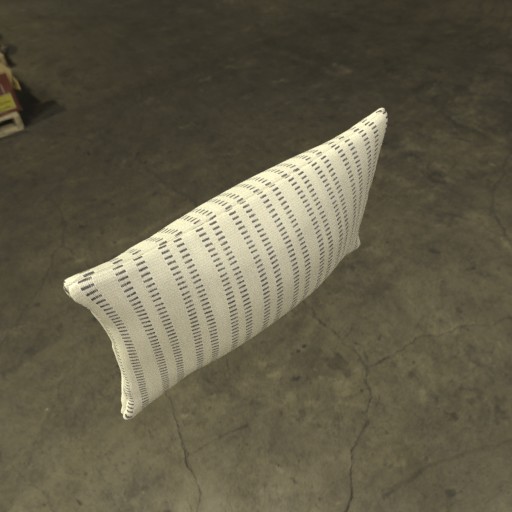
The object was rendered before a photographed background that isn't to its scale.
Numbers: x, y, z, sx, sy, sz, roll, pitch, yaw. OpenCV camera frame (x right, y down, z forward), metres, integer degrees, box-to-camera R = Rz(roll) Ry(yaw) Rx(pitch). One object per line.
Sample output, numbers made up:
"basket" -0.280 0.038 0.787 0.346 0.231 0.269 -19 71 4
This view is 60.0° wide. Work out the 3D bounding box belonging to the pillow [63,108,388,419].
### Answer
"pillow" 0.000 0.000 0.796 0.640 0.353 0.210 -33 55 -28
